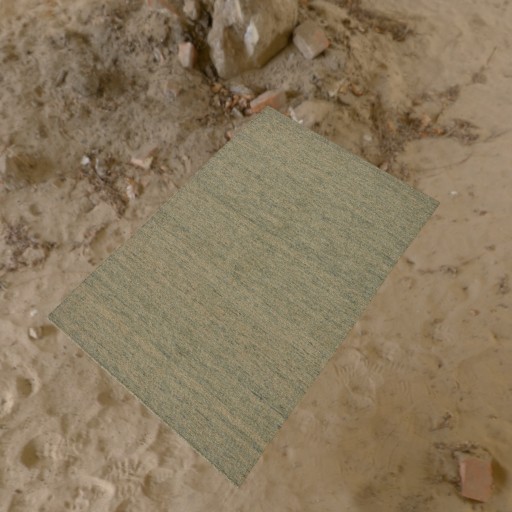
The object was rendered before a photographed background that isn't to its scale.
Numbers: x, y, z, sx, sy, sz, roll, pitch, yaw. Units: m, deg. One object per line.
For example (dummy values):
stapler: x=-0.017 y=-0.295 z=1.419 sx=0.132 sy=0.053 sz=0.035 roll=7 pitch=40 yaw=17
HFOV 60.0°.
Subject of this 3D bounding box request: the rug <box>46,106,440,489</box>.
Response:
rug: x=0.000 y=0.000 z=2.953 sx=1.547 sy=0.013 sz=2.283 roll=35 pitch=68 yaw=16
